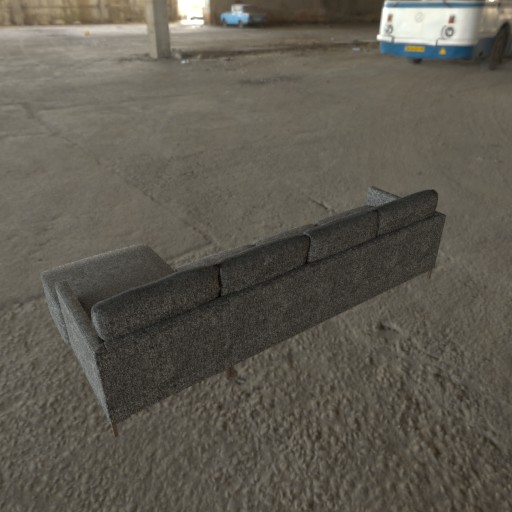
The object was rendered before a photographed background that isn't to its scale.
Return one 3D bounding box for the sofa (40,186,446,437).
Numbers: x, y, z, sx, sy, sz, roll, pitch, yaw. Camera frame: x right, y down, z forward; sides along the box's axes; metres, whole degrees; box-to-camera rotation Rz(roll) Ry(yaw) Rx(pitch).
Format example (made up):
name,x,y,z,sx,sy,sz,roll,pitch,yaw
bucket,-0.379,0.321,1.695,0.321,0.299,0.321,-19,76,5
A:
name,x,y,z,sx,sy,sz,roll,pitch,yaw
sofa,0.000,0.000,4.005,3.384,0.970,1.488,-19,35,-30
